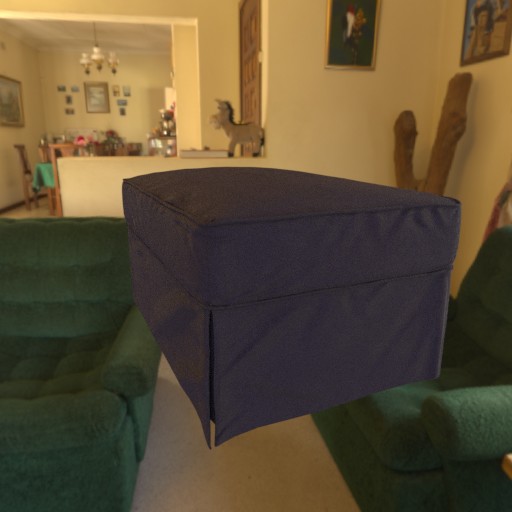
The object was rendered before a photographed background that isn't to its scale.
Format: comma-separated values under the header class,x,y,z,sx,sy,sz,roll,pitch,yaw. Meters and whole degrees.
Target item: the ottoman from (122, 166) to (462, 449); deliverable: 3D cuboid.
class,x,y,z,sx,sy,sz,roll,pitch,yaw
ottoman,0.000,0.000,1.309,0.637,0.503,0.938,-7,16,-24
